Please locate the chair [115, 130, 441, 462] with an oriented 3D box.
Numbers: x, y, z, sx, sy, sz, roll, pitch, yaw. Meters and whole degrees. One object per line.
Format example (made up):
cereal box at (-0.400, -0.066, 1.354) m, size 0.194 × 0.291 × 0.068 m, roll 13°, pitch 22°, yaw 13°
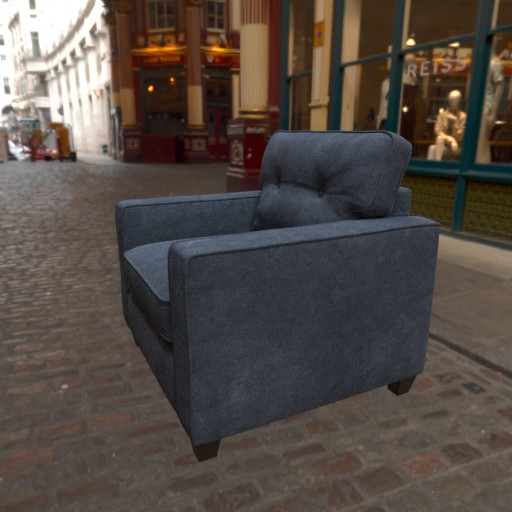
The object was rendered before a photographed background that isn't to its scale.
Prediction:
chair at (0.000, 0.000, 1.768) m, size 0.939 × 0.965 × 1.015 m, roll -8°, pitch 18°, yaw -26°
